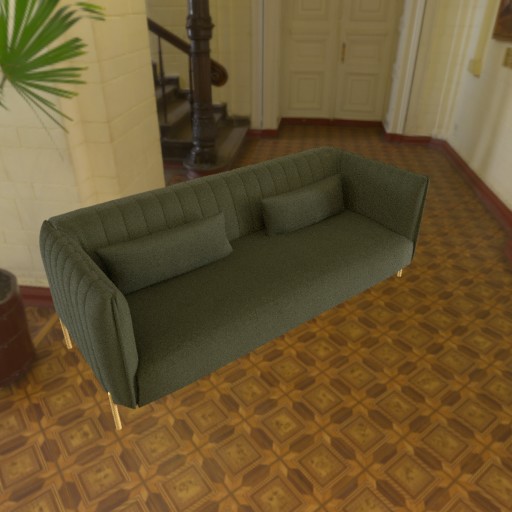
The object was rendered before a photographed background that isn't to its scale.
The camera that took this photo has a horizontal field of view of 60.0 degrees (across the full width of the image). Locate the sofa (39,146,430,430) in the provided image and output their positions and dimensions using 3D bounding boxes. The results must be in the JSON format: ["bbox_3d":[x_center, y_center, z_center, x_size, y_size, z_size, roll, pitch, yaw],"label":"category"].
[{"bbox_3d":[0.000,0.000,2.611,2.137,0.793,0.896,-22,37,-32],"label":"sofa"}]
